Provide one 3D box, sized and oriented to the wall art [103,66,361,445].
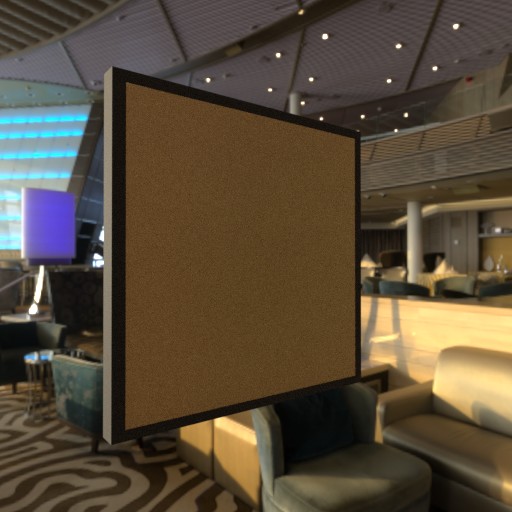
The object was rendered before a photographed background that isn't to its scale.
[{"bbox_3d":[0.000,0.000,0.759,0.508,0.507,0.033,0,-1,-37],"label":"wall art"}]
